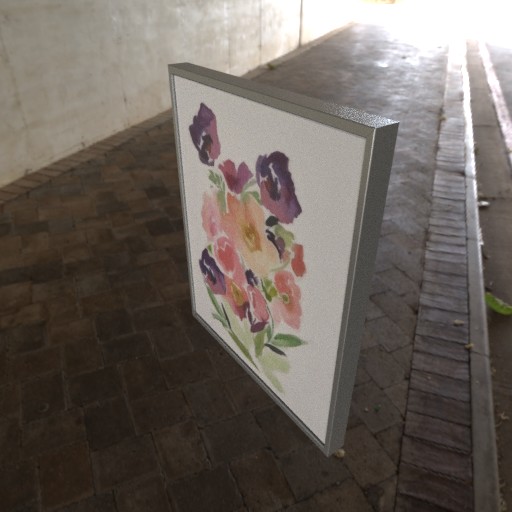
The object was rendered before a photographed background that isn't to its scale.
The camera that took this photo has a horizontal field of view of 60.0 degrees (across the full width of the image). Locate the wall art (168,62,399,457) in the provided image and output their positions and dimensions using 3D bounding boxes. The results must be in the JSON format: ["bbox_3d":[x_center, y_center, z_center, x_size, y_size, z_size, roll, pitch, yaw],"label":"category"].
[{"bbox_3d":[0.000,0.000,0.753,0.038,0.549,0.452,-22,39,-30],"label":"wall art"}]
